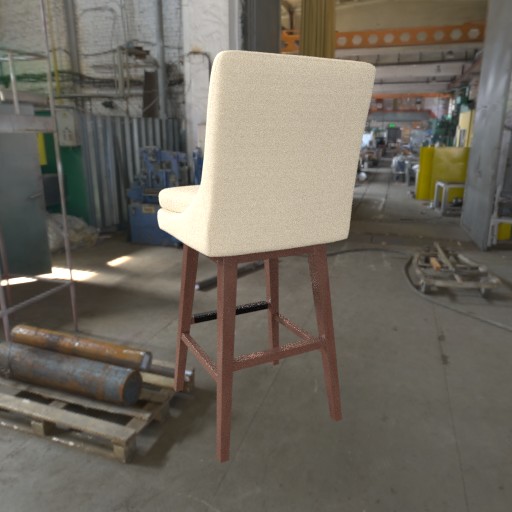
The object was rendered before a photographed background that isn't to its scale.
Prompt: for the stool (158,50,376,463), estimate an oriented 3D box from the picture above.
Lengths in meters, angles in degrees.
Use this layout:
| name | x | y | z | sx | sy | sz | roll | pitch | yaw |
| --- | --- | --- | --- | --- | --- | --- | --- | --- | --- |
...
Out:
| name | x | y | z | sx | sy | sz | roll | pitch | yaw |
| --- | --- | --- | --- | --- | --- | --- | --- | --- | --- |
| stool | 0.000 | 0.000 | 1.396 | 0.483 | 1.093 | 0.559 | -8 | 17 | -27 |
